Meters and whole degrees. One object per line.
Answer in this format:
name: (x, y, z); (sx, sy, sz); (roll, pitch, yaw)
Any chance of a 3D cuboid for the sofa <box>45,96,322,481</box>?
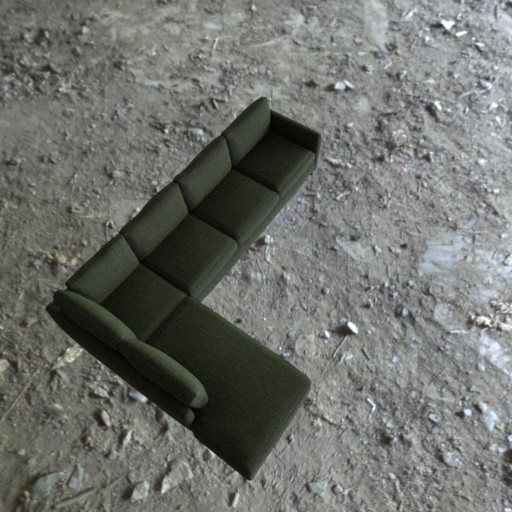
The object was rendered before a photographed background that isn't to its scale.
sofa: (0.000, 0.000, 3.922); (2.007, 0.815, 2.949); (31, 64, 17)
